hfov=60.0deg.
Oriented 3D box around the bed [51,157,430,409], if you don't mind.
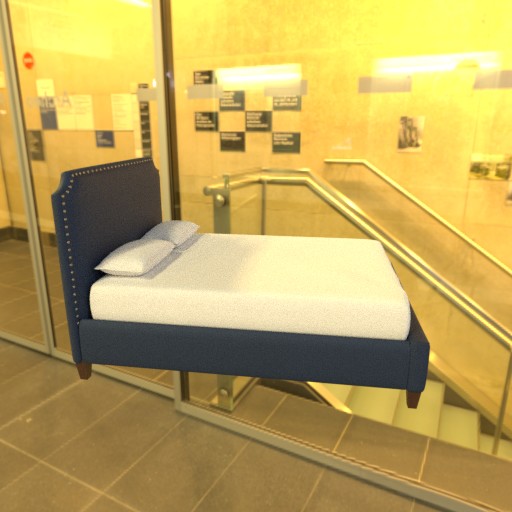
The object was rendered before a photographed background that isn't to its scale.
[{"bbox_3d":[0.000,0.000,3.533,2.372,1.443,1.712,2,17,8],"label":"bed"}]
